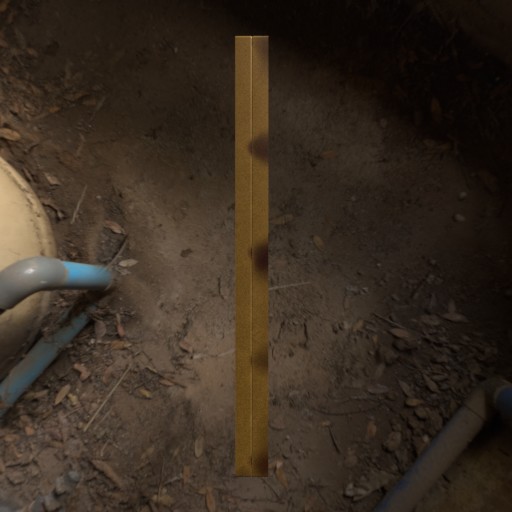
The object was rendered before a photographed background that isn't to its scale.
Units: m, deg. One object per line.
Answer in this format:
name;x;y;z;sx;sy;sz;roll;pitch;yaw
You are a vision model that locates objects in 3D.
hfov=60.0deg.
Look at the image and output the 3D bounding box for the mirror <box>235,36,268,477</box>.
mirror;0.000;0.000;0.764;0.042;0.507;0.509;0;90;1
